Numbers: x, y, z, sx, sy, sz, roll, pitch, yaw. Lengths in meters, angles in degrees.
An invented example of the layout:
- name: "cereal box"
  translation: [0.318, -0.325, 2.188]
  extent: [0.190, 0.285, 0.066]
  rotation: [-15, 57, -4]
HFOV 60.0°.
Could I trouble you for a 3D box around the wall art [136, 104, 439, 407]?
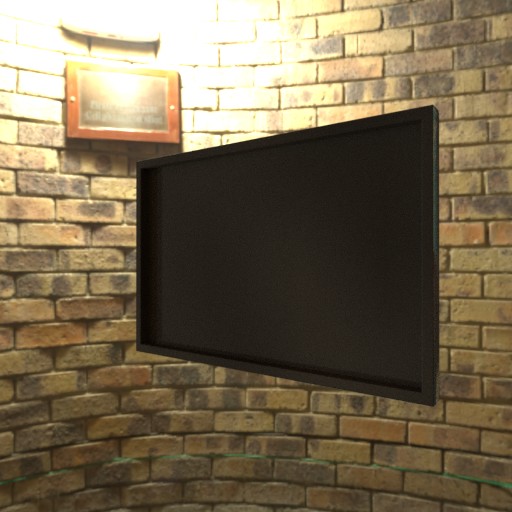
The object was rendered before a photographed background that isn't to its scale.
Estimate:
- name: "wall art"
  translation: [0.000, 0.000, 0.785]
  extent: [0.609, 0.406, 0.033]
  rotation: [0, 0, 36]
